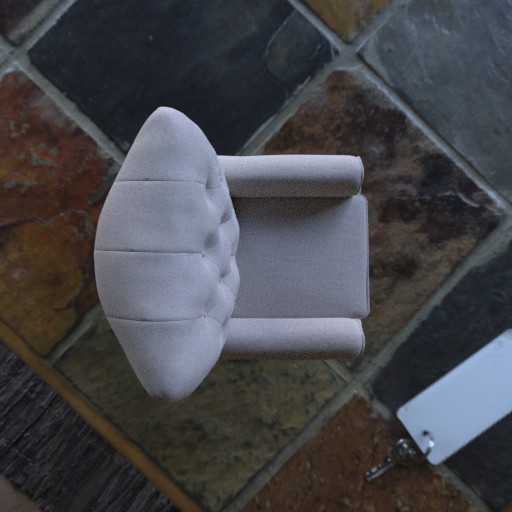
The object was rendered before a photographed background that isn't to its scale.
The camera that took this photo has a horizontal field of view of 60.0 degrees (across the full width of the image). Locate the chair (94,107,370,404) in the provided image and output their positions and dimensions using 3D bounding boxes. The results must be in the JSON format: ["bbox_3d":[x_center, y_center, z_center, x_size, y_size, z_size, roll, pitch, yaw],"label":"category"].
[{"bbox_3d":[0.000,0.000,1.924,1.025,1.209,0.942,0,90,1],"label":"chair"}]
